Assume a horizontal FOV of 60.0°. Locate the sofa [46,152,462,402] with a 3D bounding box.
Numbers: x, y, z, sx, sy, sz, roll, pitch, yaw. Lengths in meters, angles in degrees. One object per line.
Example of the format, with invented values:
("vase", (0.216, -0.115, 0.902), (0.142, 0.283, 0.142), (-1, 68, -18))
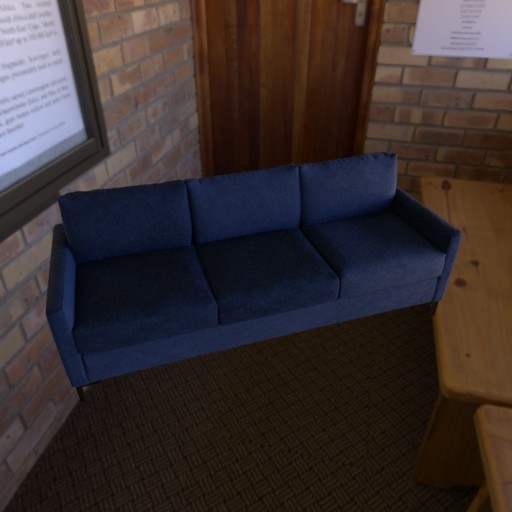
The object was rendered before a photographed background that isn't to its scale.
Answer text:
("sofa", (0.000, 0.000, 2.655), (2.252, 0.879, 0.875), (-10, 35, -15))
